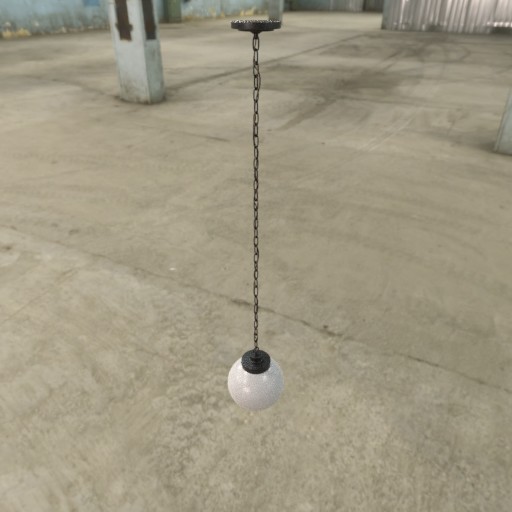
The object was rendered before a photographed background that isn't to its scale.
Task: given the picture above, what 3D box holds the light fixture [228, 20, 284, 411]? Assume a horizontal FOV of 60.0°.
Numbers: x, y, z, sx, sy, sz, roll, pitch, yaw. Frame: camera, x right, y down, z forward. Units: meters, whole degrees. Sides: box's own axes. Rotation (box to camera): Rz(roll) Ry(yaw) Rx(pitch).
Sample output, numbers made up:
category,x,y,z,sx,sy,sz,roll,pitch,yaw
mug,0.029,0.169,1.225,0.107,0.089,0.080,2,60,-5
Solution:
category,x,y,z,sx,sy,sz,roll,pitch,yaw
light fixture,0.000,0.000,1.993,0.305,1.867,0.304,-19,35,-29
